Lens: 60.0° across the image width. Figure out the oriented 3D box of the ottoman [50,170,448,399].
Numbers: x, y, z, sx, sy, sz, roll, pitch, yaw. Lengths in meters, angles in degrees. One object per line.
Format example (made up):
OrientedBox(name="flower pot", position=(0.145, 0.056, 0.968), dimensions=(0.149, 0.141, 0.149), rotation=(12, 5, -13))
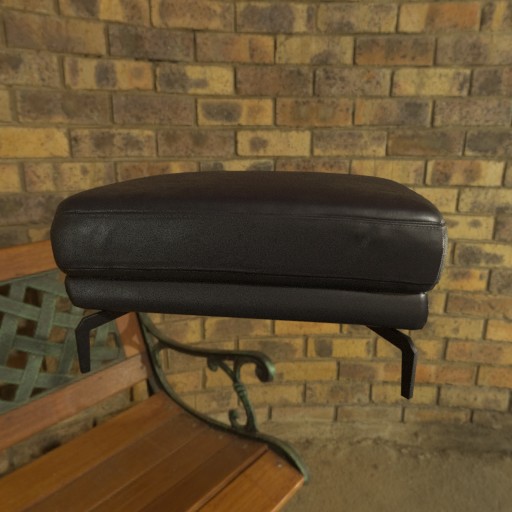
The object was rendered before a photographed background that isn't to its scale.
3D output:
OrientedBox(name="ottoman", position=(0.000, 0.000, 1.088), dimensions=(0.764, 0.402, 0.570), rotation=(2, 15, 8))
